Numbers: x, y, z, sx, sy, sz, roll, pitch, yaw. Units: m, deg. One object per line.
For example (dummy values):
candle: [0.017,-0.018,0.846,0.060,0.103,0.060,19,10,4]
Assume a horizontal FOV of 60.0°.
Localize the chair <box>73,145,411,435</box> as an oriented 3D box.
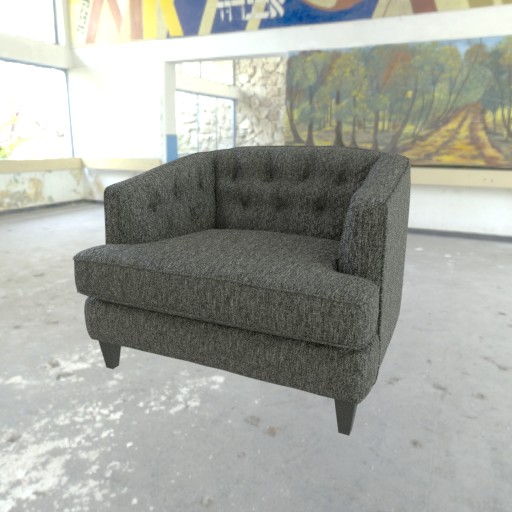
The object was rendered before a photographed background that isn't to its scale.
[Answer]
chair: [0.000,0.000,1.778,1.104,0.852,0.941,7,16,25]
